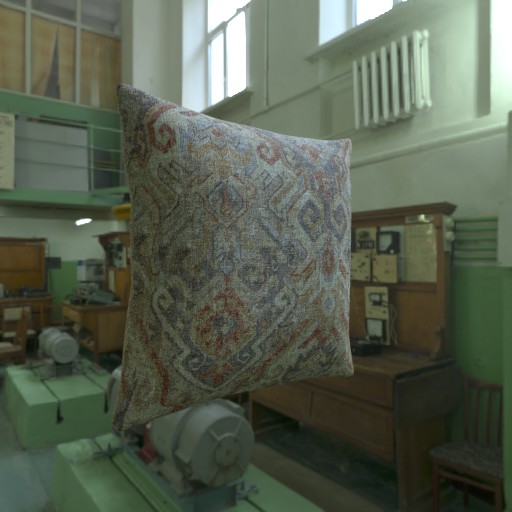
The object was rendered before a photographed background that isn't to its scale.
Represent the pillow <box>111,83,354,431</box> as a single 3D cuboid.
[{"bbox_3d":[0.000,0.000,0.795,0.523,0.506,0.166,0,-1,-37],"label":"pillow"}]
